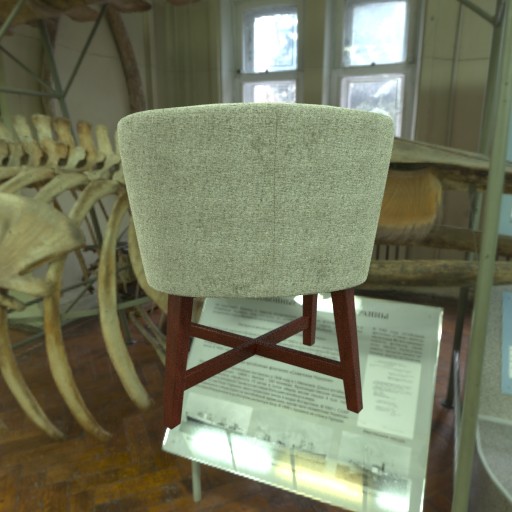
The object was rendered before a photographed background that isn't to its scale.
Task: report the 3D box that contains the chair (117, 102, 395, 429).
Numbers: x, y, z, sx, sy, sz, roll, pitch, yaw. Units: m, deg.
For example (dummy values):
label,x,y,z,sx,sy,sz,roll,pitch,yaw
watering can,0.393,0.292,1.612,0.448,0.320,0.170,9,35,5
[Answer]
label,x,y,z,sx,sy,sz,roll,pitch,yaw
chair,0.000,0.000,1.331,0.728,0.827,0.575,-2,14,-8
